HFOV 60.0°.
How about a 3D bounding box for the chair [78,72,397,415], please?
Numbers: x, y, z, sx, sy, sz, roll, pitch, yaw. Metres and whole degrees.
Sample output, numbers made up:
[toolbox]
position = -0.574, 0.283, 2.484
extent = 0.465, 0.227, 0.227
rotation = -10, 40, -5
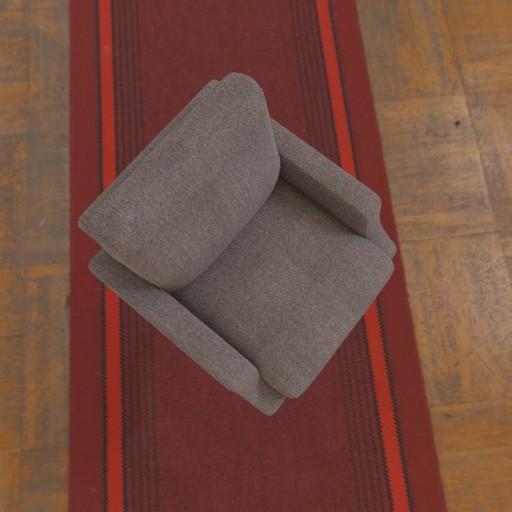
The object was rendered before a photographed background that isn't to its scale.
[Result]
[chair]
position = 0.000, 0.000, 1.665
extent = 0.897, 0.993, 0.855
rotation = 38, 79, 9
